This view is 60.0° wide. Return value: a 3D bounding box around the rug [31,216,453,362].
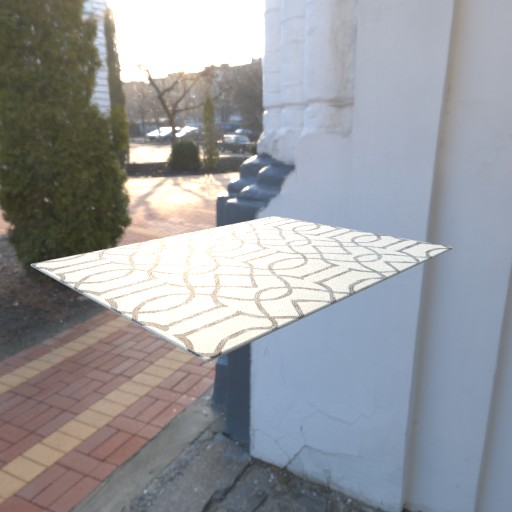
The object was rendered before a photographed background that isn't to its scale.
[{"bbox_3d":[0.000,0.000,3.800,2.211,0.021,2.910,15,22,42],"label":"rug"}]
